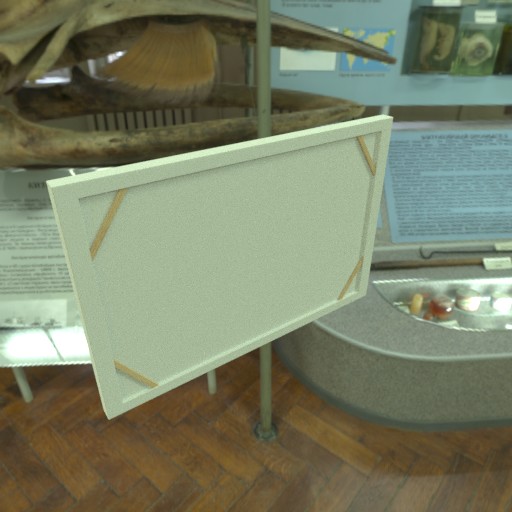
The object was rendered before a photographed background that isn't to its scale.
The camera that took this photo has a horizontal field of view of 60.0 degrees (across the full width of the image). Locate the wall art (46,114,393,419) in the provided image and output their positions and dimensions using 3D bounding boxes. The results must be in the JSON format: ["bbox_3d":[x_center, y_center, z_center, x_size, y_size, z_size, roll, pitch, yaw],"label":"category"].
[{"bbox_3d":[0.000,0.000,1.179,0.914,0.609,0.038,-20,36,-30],"label":"wall art"}]
